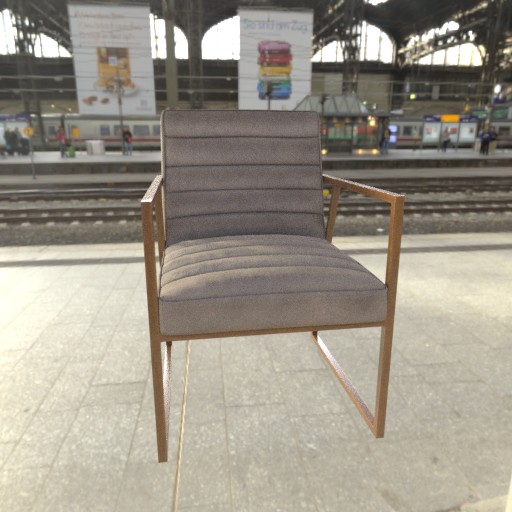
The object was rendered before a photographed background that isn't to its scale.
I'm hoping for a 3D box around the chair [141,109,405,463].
[{"bbox_3d":[0.000,0.000,1.292,0.578,0.843,0.682,-2,15,-9],"label":"chair"}]
